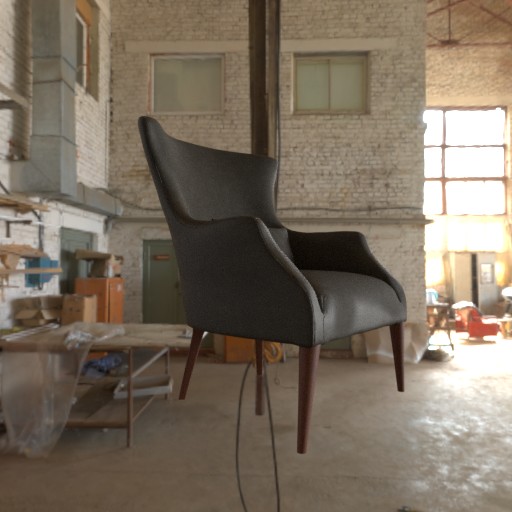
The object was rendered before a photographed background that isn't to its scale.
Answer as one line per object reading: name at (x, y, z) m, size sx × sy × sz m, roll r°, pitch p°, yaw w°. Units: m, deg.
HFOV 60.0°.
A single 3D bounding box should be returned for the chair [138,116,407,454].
chair at (0.000, 0.000, 1.748) m, size 0.954 × 1.068 × 0.819 m, roll -1°, pitch -2°, yaw 38°
